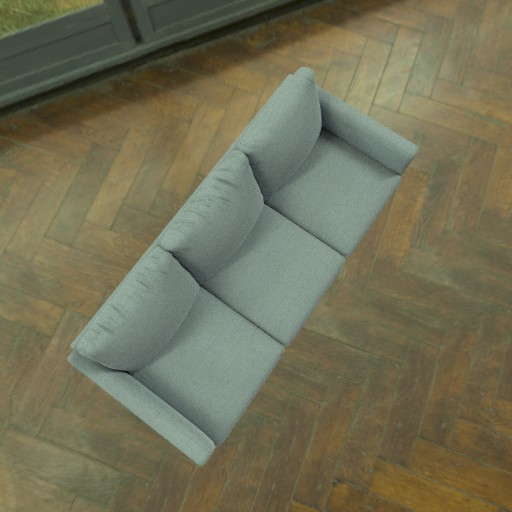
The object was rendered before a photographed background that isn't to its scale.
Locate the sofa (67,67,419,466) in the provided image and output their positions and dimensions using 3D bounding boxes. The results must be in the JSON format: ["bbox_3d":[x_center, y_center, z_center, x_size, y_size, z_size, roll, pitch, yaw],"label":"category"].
[{"bbox_3d":[0.000,0.000,2.442,0.850,0.830,2.000,35,78,9],"label":"sofa"}]
